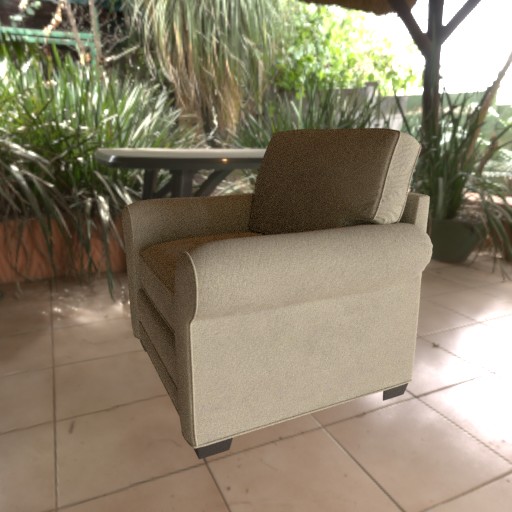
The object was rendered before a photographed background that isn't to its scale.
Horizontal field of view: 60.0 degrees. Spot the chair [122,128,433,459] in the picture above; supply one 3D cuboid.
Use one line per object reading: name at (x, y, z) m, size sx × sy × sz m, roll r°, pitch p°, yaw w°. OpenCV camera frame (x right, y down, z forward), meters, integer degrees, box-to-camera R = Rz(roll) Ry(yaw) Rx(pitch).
chair at (0.000, 0.000, 1.885) m, size 0.939 × 1.044 × 1.147 m, roll -7°, pitch 17°, yaw -25°
